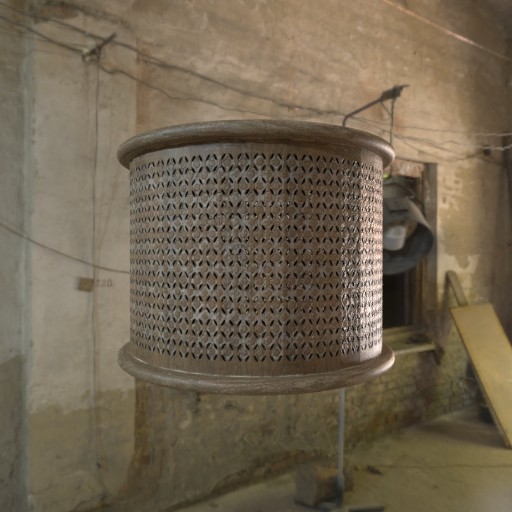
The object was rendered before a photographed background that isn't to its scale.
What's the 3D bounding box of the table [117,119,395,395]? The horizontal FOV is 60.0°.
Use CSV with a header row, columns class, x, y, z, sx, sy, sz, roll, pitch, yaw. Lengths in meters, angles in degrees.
class,x,y,z,sx,sy,sz,roll,pitch,yaw
table,0.000,0.000,1.014,0.607,0.450,0.607,0,1,0
